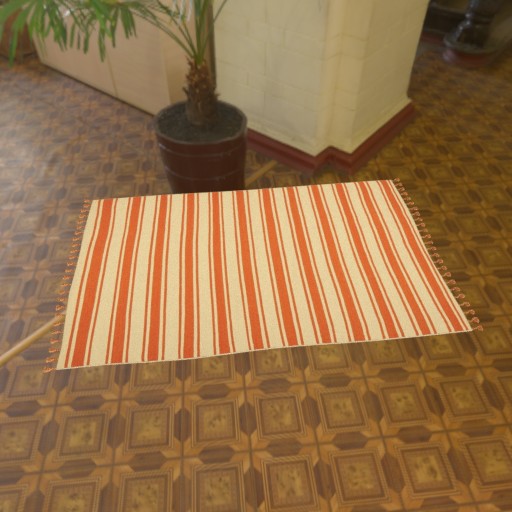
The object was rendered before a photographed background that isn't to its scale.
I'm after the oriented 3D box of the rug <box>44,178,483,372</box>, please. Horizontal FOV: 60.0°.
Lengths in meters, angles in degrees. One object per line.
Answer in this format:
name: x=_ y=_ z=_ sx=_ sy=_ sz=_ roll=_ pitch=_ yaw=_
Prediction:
rug: x=0.000 y=0.000 z=2.485 sx=2.092 sy=0.017 sz=1.232 roll=-5 pitch=46 yaw=-4
